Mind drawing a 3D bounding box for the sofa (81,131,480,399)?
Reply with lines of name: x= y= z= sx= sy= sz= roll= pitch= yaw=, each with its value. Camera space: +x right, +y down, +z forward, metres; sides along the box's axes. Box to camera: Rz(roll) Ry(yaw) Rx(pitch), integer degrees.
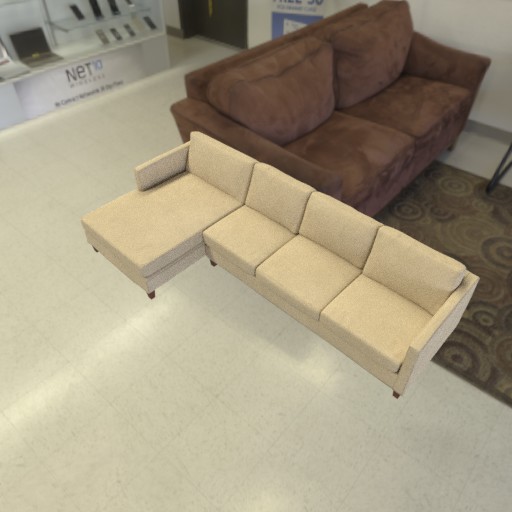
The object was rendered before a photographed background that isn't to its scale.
sofa: x=0.000 y=0.000 z=3.894 sx=3.186 sy=0.846 sz=1.625 roll=33 pitch=53 yaw=30
